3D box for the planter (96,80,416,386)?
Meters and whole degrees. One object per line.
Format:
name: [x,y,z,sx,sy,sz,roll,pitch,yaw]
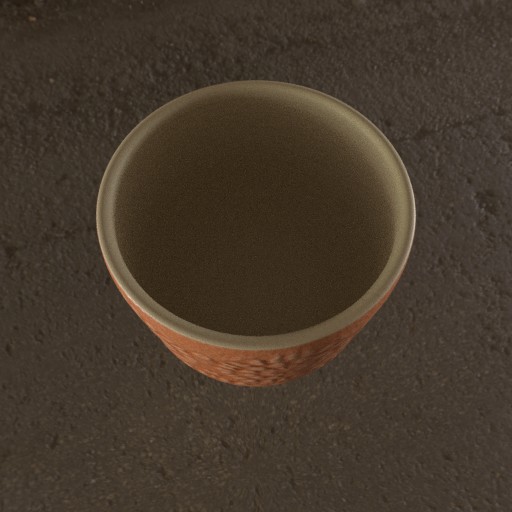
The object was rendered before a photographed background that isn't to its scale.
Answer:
planter: [0.000,0.000,0.219,0.124,0.109,0.124,0,64,0]
